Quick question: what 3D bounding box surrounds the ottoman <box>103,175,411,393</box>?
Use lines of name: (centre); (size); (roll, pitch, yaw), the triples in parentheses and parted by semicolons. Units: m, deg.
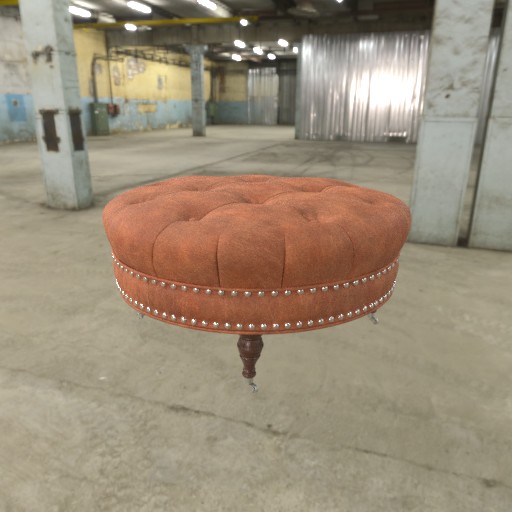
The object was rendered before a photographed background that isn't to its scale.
ottoman: (0.000, 0.000, 1.387); (0.901, 0.444, 0.901); (0, 18, 0)
